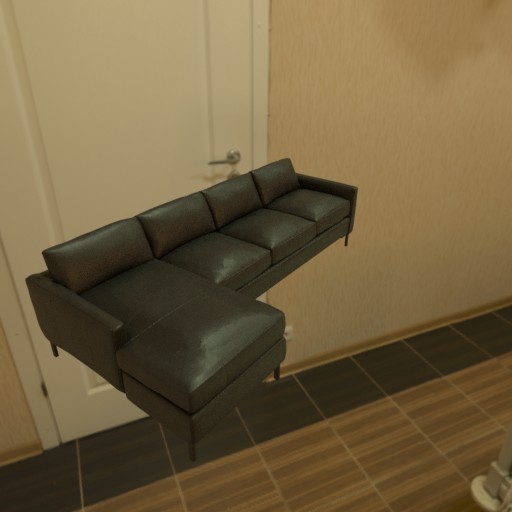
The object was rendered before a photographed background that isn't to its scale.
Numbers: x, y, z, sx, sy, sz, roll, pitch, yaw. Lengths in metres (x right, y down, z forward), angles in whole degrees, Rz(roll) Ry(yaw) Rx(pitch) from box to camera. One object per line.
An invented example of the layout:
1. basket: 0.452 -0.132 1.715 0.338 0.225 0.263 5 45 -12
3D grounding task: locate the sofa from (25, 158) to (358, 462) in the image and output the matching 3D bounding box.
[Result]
1. sofa: 0.000 0.000 3.587 1.471 0.859 2.993 20 34 33
